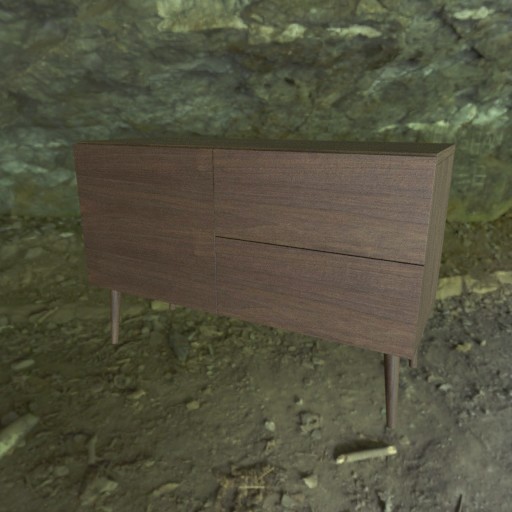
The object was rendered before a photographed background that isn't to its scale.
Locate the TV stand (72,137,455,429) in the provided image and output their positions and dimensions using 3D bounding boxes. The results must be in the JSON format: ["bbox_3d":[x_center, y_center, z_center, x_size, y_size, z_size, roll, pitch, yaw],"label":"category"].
[{"bbox_3d":[0.000,0.000,1.329,0.990,0.660,0.405,9,19,27],"label":"TV stand"}]
